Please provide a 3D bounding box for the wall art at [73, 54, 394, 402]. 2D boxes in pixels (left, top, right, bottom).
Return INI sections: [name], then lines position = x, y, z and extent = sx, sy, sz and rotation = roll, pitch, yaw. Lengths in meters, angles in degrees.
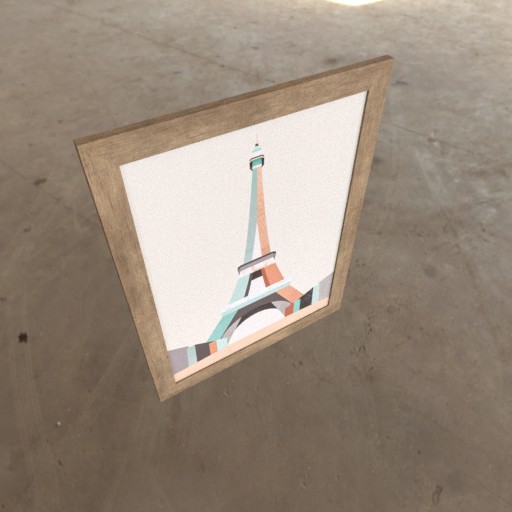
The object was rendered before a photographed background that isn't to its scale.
[wall art]
position = 0.000, 0.000, 0.900
extent = 0.534, 0.686, 0.018
rotation = -23, 50, -21
